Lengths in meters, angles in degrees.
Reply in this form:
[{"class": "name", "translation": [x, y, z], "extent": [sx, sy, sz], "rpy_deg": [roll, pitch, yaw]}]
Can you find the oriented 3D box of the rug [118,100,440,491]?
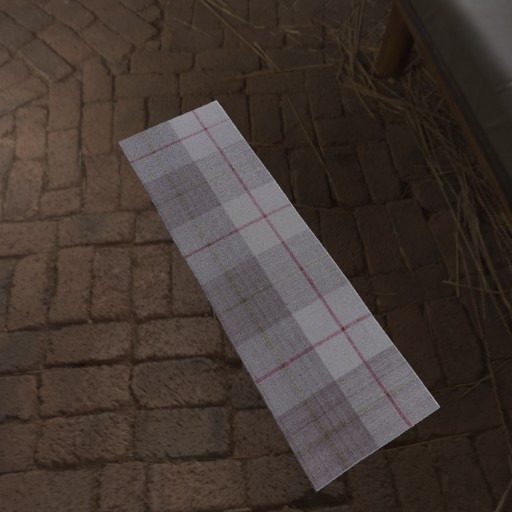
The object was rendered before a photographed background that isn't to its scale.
[{"class": "rug", "translation": [0.000, 0.000, 2.649], "extent": [0.762, 0.013, 2.439], "rpy_deg": [-28, 67, -13]}]
